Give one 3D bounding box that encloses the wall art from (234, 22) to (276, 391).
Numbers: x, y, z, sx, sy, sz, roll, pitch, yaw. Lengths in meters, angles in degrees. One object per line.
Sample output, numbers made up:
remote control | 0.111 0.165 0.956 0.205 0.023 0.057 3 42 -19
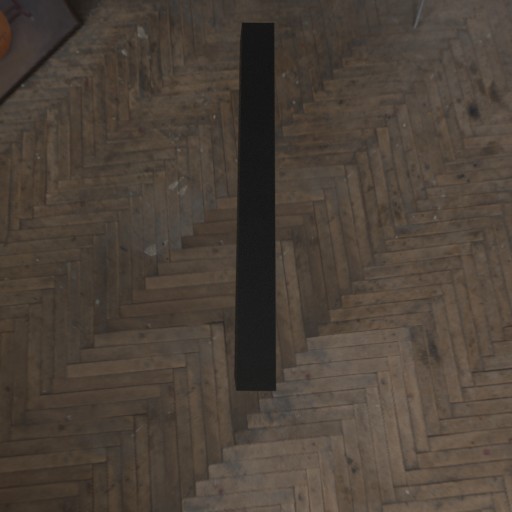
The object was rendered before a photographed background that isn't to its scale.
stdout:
wall art | 0.000 0.000 0.577 0.031 0.457 0.313 0 76 0
